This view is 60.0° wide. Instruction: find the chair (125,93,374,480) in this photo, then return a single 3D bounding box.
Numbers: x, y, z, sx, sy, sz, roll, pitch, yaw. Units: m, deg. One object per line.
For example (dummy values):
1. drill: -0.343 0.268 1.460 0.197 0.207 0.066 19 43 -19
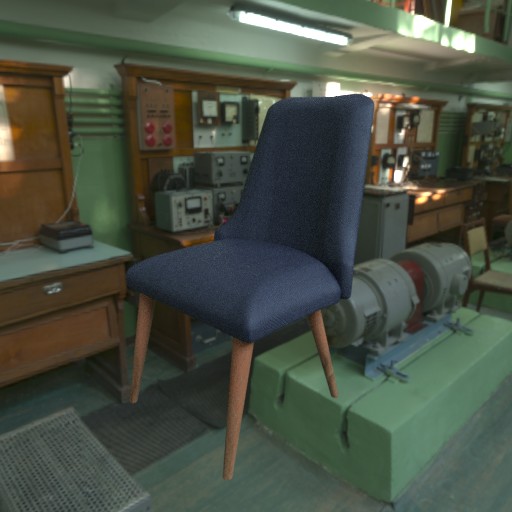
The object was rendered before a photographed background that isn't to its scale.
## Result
1. chair: 0.000 0.000 1.167 0.504 0.820 0.567 16 22 43
